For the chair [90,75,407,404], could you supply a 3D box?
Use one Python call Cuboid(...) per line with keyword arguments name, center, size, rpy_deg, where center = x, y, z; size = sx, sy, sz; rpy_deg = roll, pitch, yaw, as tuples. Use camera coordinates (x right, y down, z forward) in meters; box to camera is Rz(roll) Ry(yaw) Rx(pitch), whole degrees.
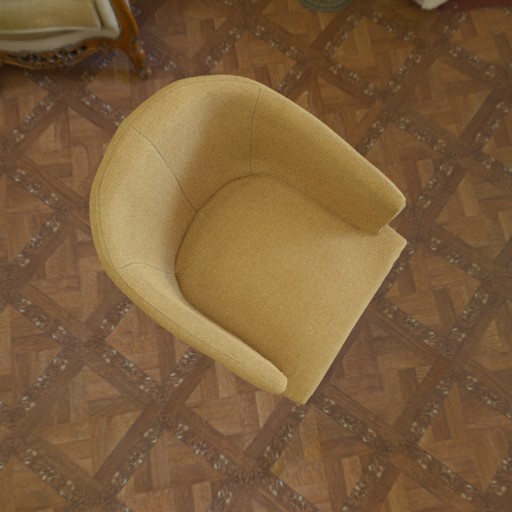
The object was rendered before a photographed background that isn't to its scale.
Cuboid(name="chair", center=(0.000, 0.000, 1.232), size=(0.655, 0.811, 0.583), rpy_deg=(34, 79, 8))
